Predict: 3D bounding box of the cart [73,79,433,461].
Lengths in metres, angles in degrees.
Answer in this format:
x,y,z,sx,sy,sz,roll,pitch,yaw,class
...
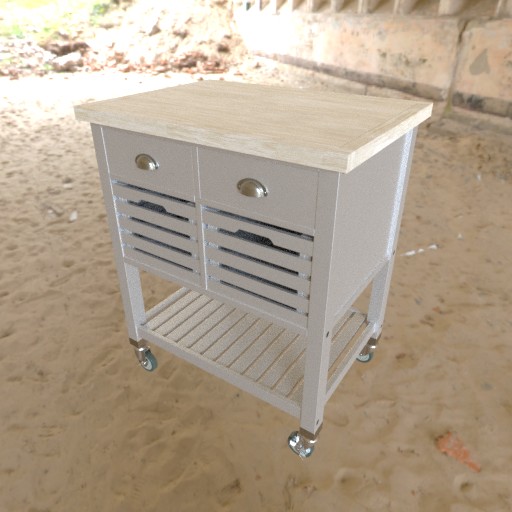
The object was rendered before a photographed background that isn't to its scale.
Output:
x,y,z,sx,sy,sz,roll,pitch,yaw,class
0.000,0.000,1.387,0.762,0.914,0.559,18,34,29,cart
